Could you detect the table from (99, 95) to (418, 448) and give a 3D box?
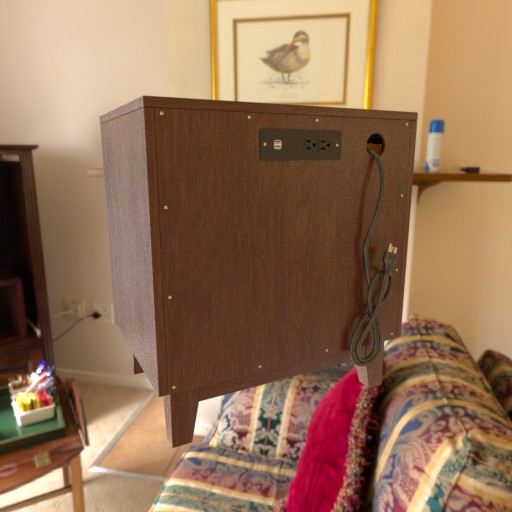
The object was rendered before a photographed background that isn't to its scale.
[{"bbox_3d":[0.000,0.000,0.992,0.557,0.609,0.449,-7,14,-27],"label":"table"}]
